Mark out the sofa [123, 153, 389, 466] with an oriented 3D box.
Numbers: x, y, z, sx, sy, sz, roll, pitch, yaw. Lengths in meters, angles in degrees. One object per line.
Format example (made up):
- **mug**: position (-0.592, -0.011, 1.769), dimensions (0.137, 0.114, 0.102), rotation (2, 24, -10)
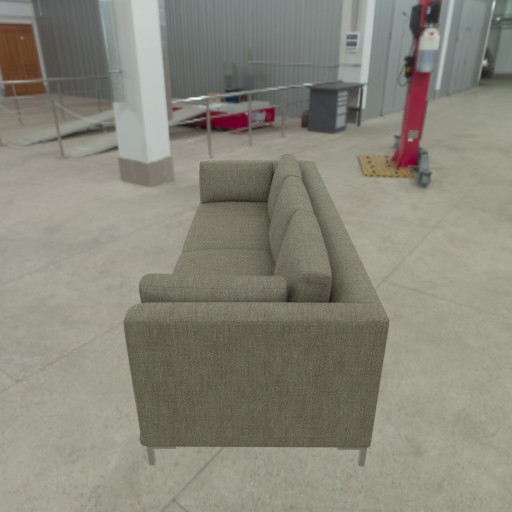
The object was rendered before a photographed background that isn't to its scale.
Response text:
- **sofa**: position (0.000, 0.000, 2.795), dimensions (0.969, 0.867, 2.415), rotation (0, 25, 0)
